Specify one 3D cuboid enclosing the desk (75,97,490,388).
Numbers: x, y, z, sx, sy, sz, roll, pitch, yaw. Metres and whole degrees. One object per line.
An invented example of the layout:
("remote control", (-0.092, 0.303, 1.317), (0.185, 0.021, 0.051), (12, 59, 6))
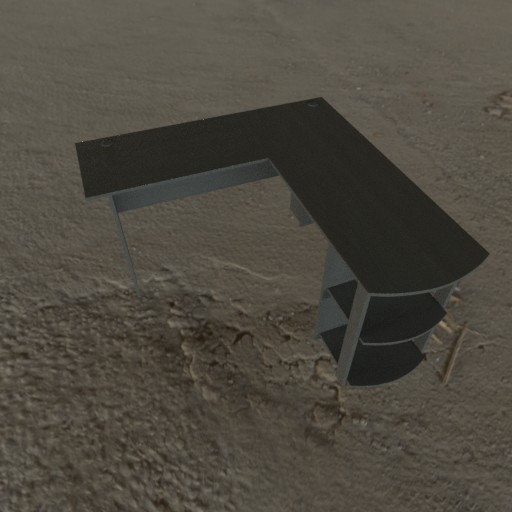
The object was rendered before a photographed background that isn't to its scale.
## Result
("desk", (0.000, 0.000, 2.064), (1.303, 0.716, 1.361), (-16, 47, -15))
